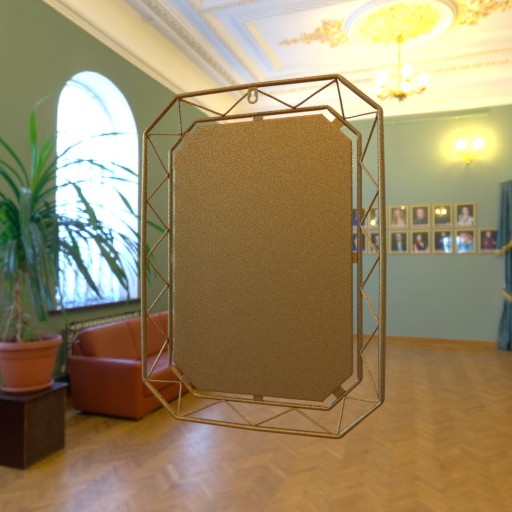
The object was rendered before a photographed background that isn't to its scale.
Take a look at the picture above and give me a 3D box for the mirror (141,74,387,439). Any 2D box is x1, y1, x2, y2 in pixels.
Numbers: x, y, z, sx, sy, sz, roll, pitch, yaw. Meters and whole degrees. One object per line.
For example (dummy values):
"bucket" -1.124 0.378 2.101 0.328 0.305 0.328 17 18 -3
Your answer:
"mirror" 0.000 0.000 0.736 0.417 0.566 0.042 0 -1 18
